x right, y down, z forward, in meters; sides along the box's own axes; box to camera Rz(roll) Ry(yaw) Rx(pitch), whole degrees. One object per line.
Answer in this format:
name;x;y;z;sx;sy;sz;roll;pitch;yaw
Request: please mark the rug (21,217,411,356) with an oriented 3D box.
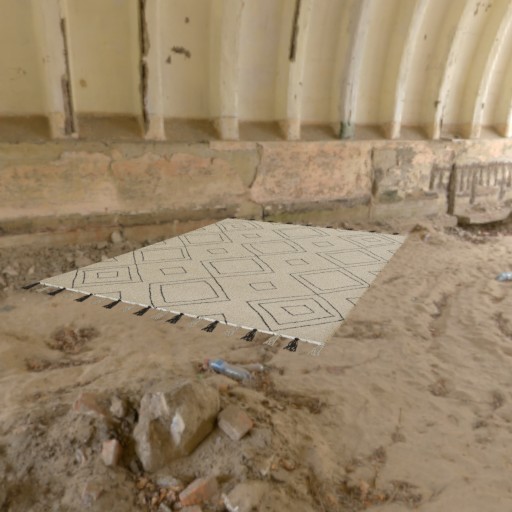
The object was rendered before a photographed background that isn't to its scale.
rug;0.000;0.000;4.202;2.342;0.026;3.221;8;17;26
